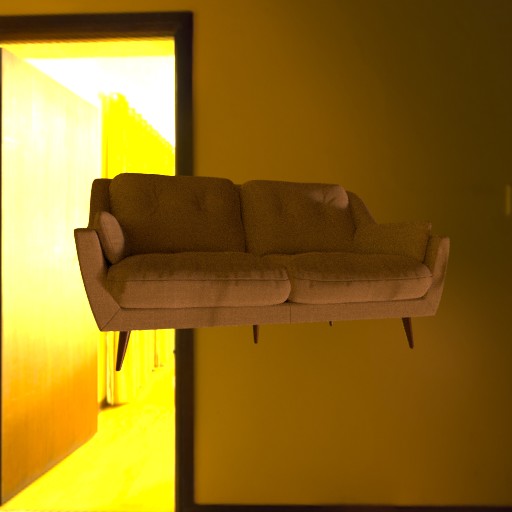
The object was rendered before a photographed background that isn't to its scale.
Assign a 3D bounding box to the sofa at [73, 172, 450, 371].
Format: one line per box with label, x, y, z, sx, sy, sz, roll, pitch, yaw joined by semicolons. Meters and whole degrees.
sofa;0.000;0.000;2.239;1.652;0.888;0.965;0;0;-18
